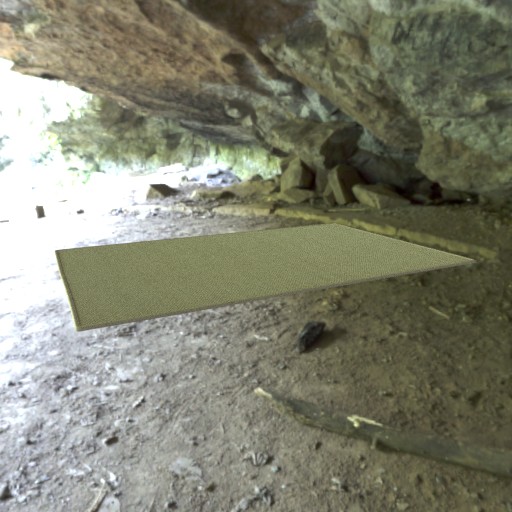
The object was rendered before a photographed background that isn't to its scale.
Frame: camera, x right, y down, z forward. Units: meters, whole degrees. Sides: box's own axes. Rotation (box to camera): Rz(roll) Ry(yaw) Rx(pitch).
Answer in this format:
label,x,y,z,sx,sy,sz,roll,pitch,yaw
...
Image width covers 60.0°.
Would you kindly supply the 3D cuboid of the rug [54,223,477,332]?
label,x,y,z,sx,sy,sz,roll,pitch,yaw
rug,0.000,0.000,2.068,1.676,0.013,1.067,-7,16,-26
